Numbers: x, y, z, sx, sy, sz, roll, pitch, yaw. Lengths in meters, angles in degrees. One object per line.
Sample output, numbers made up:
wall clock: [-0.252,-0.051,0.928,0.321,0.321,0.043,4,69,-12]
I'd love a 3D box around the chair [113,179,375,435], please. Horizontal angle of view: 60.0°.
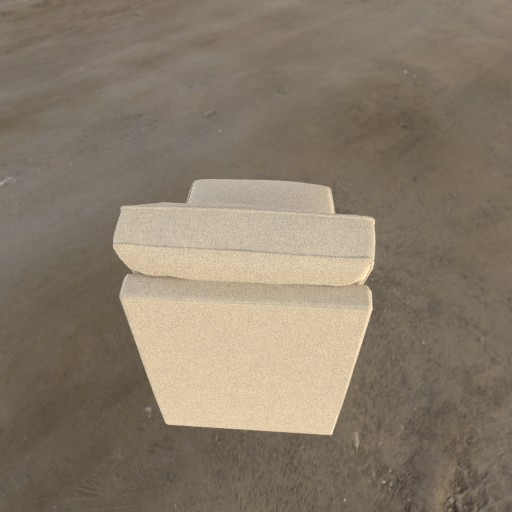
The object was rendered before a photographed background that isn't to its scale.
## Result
chair: [0.000,0.000,1.592,0.621,0.970,0.938,3,46,3]
